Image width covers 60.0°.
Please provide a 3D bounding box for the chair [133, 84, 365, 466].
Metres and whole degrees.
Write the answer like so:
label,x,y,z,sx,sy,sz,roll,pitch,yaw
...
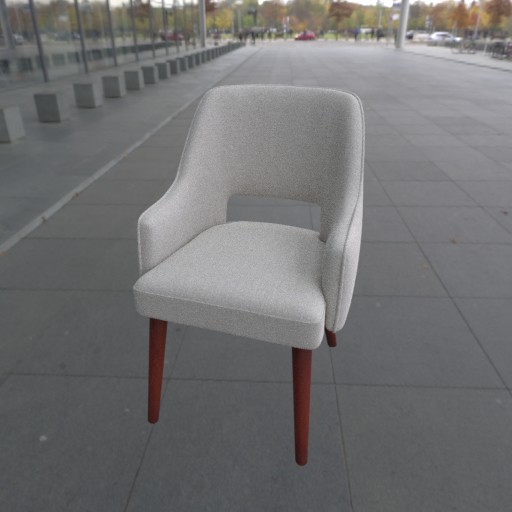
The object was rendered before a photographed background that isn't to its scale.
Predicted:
label,x,y,z,sx,sy,sz,roll,pitch,yaw
chair,0.000,0.000,1.230,0.560,0.840,0.580,9,28,16
